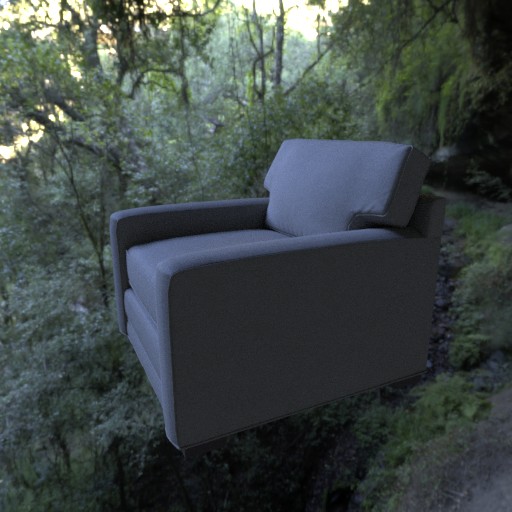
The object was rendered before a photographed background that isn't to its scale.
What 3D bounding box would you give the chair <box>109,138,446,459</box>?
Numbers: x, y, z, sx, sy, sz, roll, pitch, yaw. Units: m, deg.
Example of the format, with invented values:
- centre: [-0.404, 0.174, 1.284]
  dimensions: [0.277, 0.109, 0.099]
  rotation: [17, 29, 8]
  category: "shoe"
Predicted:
- centre: [0.000, 0.000, 1.856]
  dimensions: [1.044, 0.934, 0.999]
  rotation: [-8, 18, -25]
  category: "chair"
